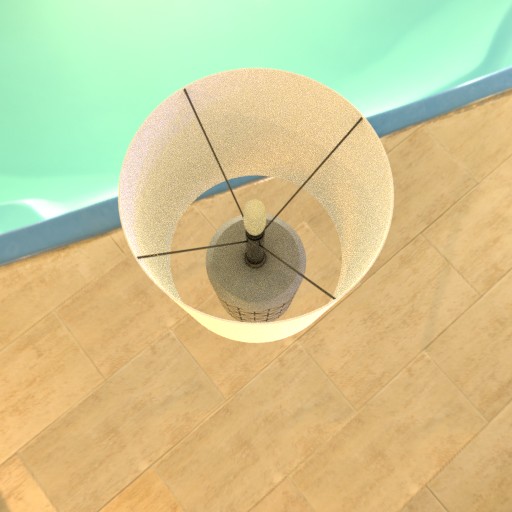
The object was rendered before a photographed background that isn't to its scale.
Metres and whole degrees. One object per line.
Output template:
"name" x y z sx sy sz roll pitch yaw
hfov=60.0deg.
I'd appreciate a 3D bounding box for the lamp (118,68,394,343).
"lamp" 0.000 0.000 0.533 0.206 0.416 0.206 -33 78 -8
